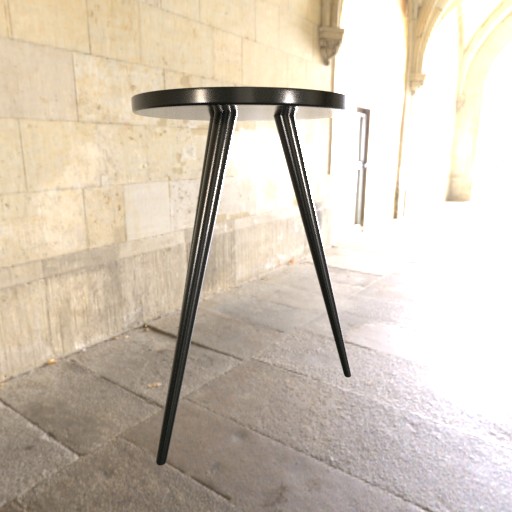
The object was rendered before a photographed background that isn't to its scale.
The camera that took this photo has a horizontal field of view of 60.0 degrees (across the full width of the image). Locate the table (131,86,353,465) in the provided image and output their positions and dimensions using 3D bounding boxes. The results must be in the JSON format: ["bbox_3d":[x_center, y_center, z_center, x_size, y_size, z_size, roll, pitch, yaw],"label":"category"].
[{"bbox_3d":[0.000,0.000,0.829,0.415,0.548,0.403,-2,14,-9],"label":"table"}]
